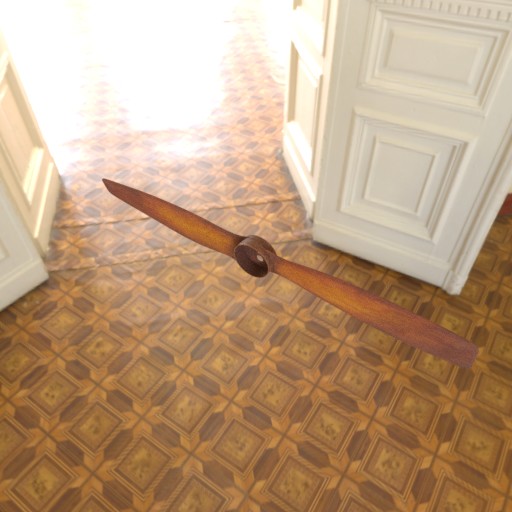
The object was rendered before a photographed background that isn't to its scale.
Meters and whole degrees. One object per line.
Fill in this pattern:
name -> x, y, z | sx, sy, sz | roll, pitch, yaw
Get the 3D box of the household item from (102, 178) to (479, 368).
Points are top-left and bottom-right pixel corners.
household item -> 0.000, 0.000, 1.221 | 1.181, 0.121, 0.051 | 25, 51, 23
